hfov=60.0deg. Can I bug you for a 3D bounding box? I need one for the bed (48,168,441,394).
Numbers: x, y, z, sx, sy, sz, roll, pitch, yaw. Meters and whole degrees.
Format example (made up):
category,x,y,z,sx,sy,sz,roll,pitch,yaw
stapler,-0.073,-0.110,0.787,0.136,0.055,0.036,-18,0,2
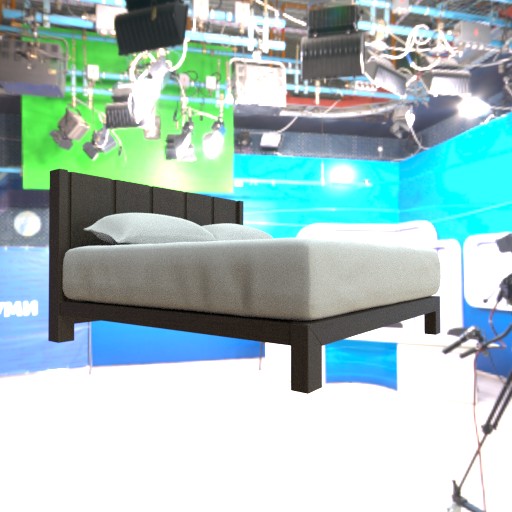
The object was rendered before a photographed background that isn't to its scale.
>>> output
category,x,y,z,sx,sy,sz,roll,pitch,yaw
bed,0.000,0.000,3.457,2.238,1.261,2.143,-1,-1,37
